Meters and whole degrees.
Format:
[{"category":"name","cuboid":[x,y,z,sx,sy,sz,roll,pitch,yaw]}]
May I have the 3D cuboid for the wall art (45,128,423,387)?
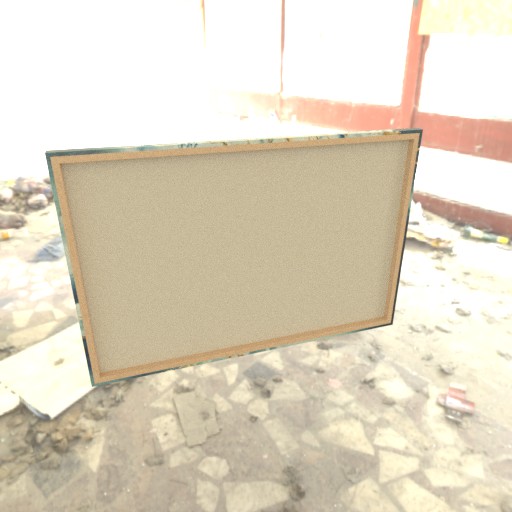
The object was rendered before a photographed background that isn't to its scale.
[{"category":"wall art","cuboid":[0.000,0.000,1.460,1.138,0.759,0.035,-8,26,-17]}]
